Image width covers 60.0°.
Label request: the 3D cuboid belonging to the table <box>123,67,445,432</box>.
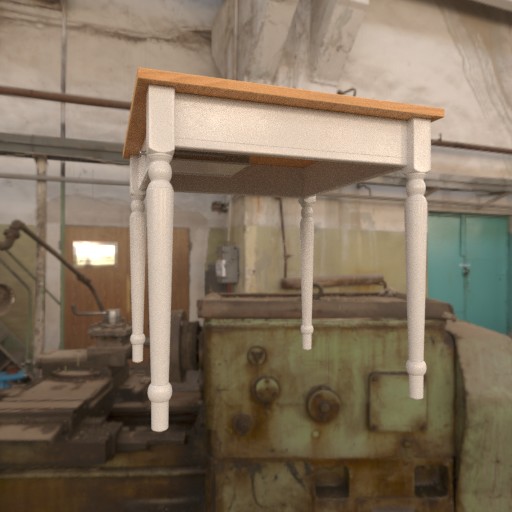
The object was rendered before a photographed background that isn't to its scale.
[{"bbox_3d":[0.000,0.000,1.344,0.747,0.738,0.747,0,0,-19],"label":"table"}]
